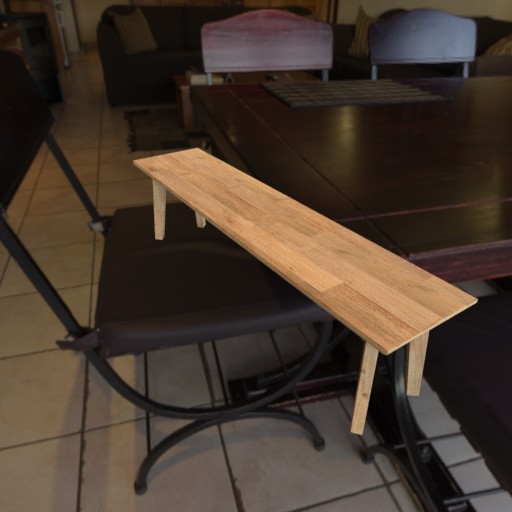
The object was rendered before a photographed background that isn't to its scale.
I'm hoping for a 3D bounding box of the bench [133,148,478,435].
[{"bbox_3d":[0.000,0.000,1.886,0.378,0.431,1.698,-20,36,-29],"label":"bench"}]
